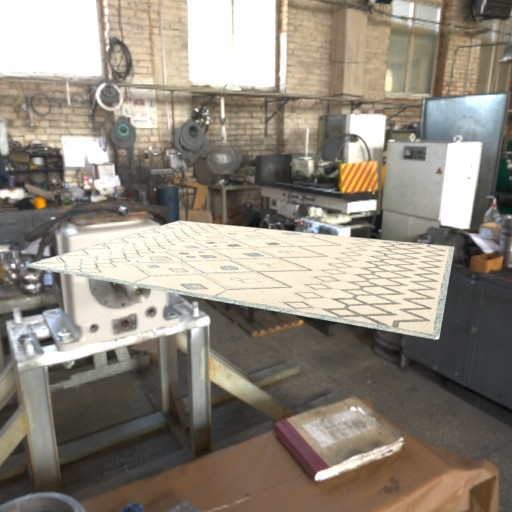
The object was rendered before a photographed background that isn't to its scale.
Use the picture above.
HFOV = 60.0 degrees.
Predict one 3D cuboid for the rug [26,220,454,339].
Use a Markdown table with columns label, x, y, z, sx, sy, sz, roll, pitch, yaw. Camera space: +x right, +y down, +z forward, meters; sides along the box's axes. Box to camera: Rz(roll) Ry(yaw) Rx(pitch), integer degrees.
| label | x | y | z | sx | sy | sz | roll | pitch | yaw |
| --- | --- | --- | --- | --- | --- | --- | --- | --- | --- |
| rug | 0.000 | 0.000 | 2.267 | 1.820 | 0.009 | 1.260 | 7 | 17 | 24 |
